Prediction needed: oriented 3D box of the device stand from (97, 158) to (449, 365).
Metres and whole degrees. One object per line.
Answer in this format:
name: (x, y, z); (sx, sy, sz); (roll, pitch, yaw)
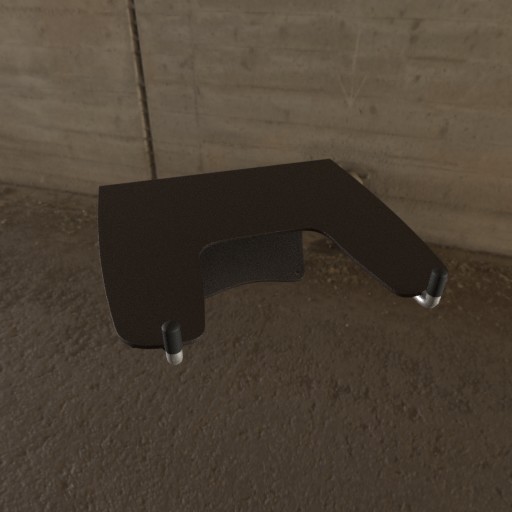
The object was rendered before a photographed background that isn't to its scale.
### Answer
device stand: (0.000, 0.000, 0.351); (0.230, 0.092, 0.230); (-10, 35, -14)
